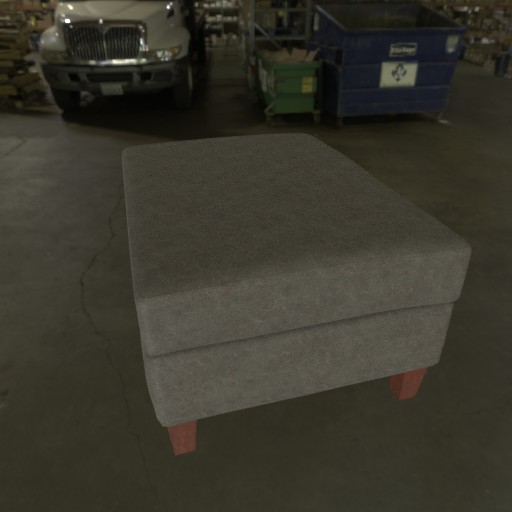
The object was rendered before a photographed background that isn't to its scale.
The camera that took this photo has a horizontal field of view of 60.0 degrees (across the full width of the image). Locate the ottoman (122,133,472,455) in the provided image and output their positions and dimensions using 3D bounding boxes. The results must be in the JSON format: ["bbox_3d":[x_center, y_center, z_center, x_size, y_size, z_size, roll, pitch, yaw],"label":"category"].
[{"bbox_3d":[0.000,0.000,1.197,0.639,0.464,0.839,-8,31,-14],"label":"ottoman"}]
